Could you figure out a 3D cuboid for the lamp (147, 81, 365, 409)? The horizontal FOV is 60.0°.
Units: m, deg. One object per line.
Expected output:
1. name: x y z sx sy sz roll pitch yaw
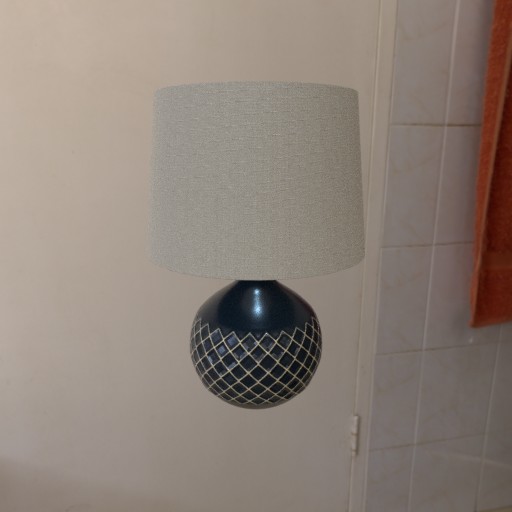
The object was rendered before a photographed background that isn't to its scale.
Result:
1. lamp: 0.000 0.000 0.786 0.376 0.540 0.376 0 14 0
